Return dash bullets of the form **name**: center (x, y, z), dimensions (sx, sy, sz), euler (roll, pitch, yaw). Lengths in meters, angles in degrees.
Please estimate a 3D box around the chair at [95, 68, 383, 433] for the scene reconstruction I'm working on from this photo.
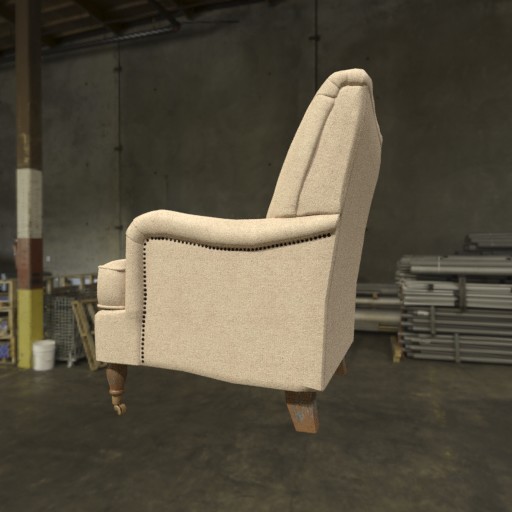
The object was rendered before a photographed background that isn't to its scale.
- **chair**: center (0.000, 0.000, 1.791), dimensions (0.953, 1.119, 0.879), euler (0, 0, 18)
